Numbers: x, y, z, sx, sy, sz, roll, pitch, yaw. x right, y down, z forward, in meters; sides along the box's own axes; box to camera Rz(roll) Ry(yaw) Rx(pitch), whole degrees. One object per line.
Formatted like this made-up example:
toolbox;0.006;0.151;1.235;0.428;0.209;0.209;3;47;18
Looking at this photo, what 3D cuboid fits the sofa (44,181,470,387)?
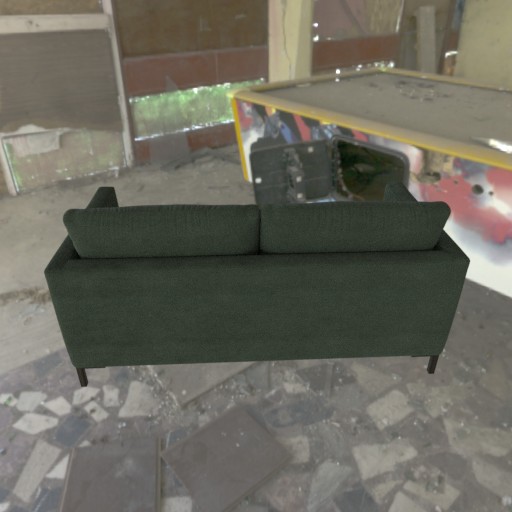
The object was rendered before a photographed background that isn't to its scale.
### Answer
sofa;0.000;0.000;2.171;1.676;0.817;0.875;-1;31;-2
